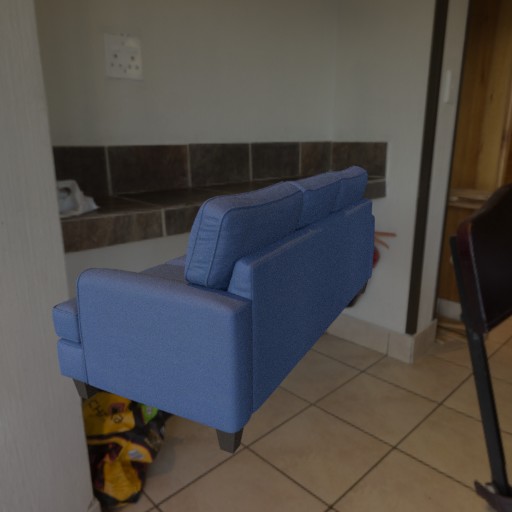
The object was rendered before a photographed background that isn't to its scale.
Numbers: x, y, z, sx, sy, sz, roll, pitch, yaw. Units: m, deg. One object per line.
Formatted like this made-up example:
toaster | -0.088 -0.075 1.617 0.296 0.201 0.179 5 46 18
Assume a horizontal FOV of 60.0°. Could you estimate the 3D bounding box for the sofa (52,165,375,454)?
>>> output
sofa | 0.000 0.000 2.629 0.951 0.965 2.158 8 17 26
